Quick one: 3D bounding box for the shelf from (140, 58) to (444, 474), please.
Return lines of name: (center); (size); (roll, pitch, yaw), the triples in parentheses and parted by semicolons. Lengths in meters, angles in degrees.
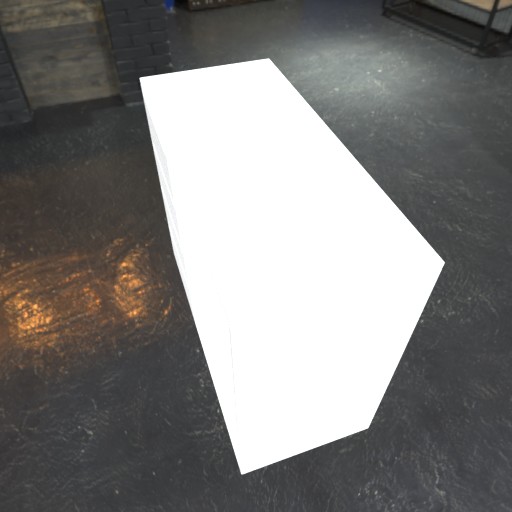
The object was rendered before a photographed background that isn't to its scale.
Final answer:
shelf: (0.000, 0.000, 1.293); (0.396, 0.732, 0.895); (-14, 49, -13)
